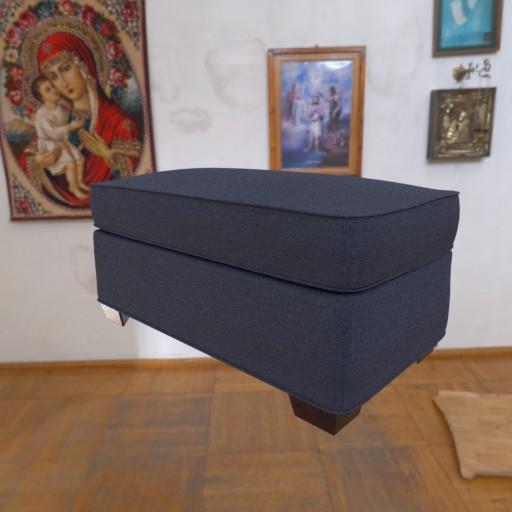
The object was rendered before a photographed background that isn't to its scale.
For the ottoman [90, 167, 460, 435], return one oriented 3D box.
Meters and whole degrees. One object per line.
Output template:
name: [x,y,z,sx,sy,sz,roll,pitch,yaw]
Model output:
ottoman: [0.000,0.000,1.189,0.895,0.453,0.505,13,20,41]
